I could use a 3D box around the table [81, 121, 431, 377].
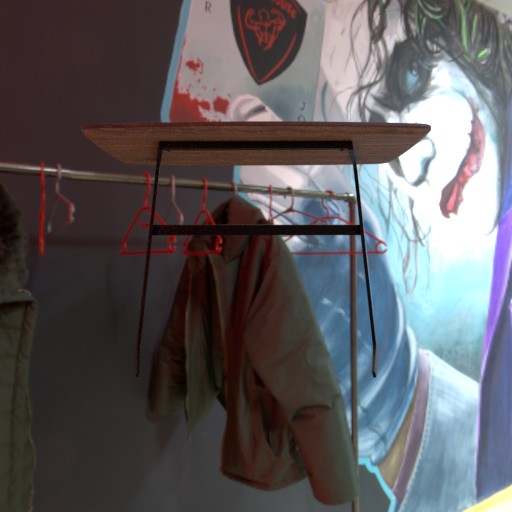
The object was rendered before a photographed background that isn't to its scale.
[{"bbox_3d":[0.000,0.000,1.130,0.804,0.576,0.361,0,0,1],"label":"table"}]
